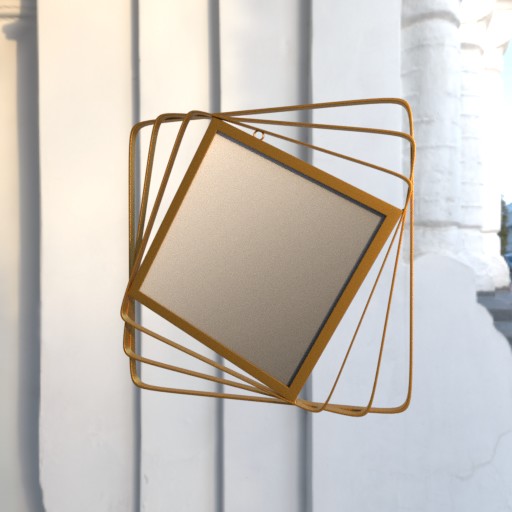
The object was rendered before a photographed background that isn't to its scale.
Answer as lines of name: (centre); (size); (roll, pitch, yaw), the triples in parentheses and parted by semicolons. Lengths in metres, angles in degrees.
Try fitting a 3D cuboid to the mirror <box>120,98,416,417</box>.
mirror: (0.000, 0.000, 0.694); (0.470, 0.468, 0.045); (0, 1, 17)
